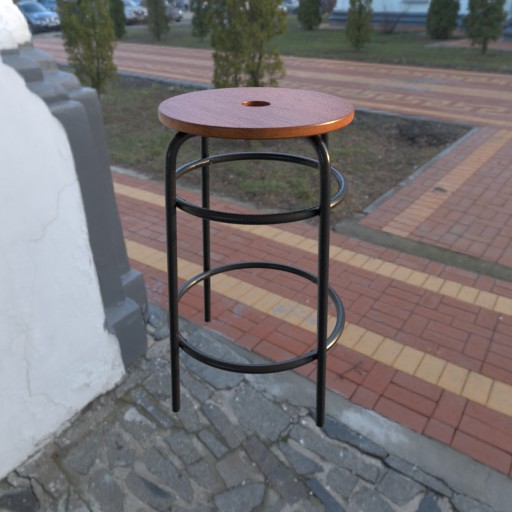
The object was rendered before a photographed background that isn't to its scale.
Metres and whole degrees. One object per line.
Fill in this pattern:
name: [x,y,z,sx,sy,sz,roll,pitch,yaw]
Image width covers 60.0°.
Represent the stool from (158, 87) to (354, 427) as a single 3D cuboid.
stool: [0.000,0.000,0.920,0.455,0.610,0.455,-21,36,-32]
